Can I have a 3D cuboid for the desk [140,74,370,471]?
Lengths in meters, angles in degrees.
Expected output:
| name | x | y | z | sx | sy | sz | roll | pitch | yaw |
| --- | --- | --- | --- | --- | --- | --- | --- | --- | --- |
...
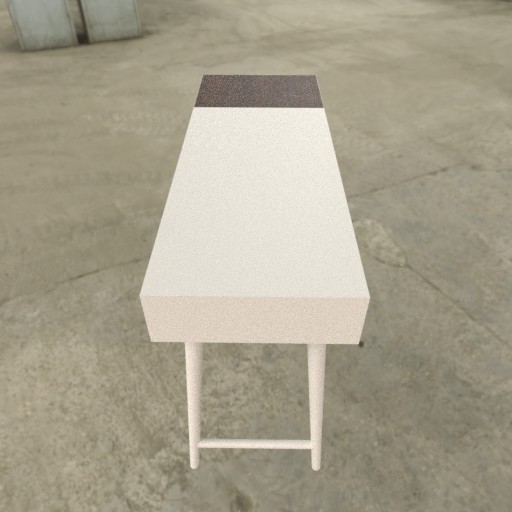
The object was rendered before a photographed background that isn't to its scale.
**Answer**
| name | x | y | z | sx | sy | sz | roll | pitch | yaw |
| --- | --- | --- | --- | --- | --- | --- | --- | --- | --- |
| desk | 0.000 | 0.000 | 1.416 | 0.409 | 0.761 | 1.069 | 1 | 42 | 1 |
